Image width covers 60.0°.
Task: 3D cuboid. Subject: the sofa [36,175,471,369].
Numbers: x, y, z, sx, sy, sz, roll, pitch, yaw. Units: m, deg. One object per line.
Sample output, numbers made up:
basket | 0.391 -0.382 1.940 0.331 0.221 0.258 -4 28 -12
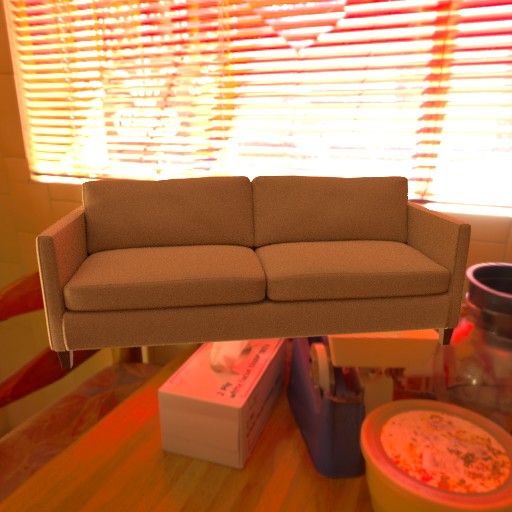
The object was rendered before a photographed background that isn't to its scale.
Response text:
sofa | 0.000 0.000 2.843 2.361 0.968 0.951 -2 17 -7
